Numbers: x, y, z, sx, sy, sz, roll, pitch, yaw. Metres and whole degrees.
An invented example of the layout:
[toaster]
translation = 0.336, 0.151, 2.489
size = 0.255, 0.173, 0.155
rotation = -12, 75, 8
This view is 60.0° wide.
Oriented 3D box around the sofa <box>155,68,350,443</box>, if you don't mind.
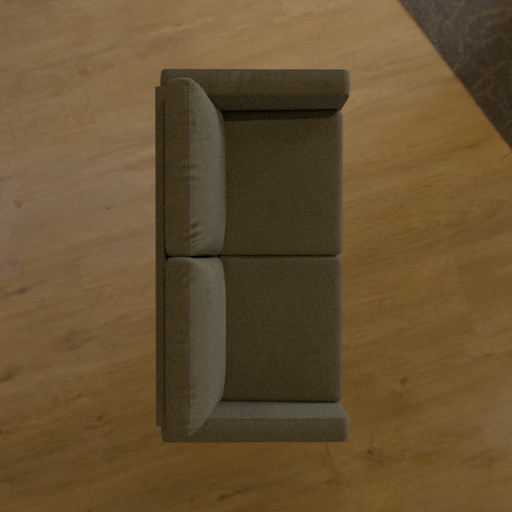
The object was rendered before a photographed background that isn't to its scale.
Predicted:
[sofa]
translation = 0.000, 0.000, 2.253
size = 0.889, 0.897, 1.730
rotation = 0, 91, 0
